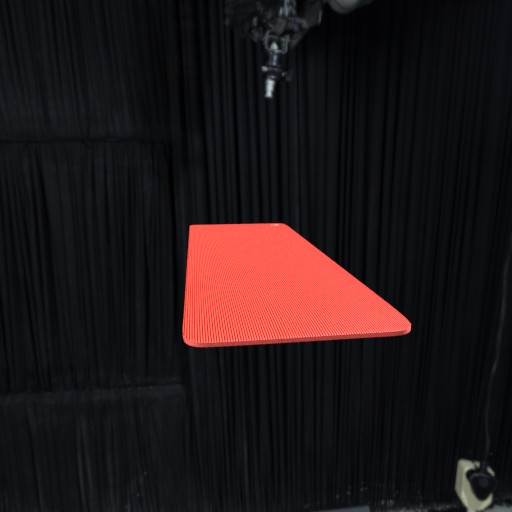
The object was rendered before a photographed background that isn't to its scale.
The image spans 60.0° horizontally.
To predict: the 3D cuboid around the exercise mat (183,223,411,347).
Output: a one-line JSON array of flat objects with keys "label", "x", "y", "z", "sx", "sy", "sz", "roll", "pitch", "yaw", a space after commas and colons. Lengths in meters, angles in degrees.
[{"label": "exercise mat", "x": 0.000, "y": 0.000, "z": 2.022, "sx": 0.616, "sy": 0.021, "sz": 1.869, "roll": -2, "pitch": 13, "yaw": -7}]
